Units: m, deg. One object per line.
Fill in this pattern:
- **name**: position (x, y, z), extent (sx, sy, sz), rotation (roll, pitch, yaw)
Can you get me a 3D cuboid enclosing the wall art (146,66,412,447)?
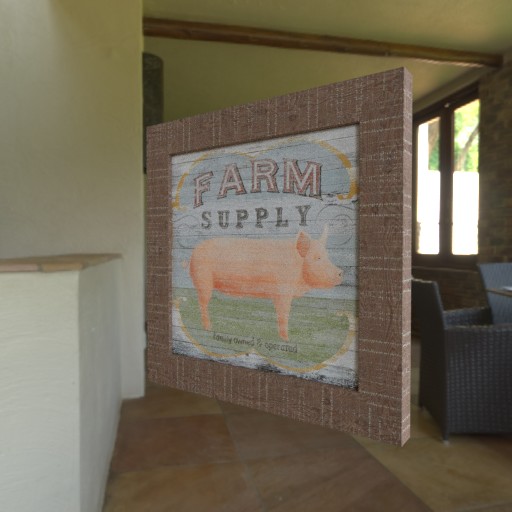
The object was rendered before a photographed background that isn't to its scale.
- **wall art**: position (0.000, 0.000, 0.788), extent (0.531, 0.531, 0.040), rotation (1, 1, 35)
